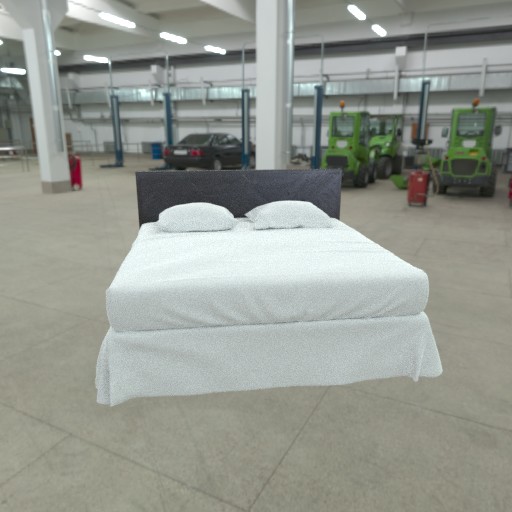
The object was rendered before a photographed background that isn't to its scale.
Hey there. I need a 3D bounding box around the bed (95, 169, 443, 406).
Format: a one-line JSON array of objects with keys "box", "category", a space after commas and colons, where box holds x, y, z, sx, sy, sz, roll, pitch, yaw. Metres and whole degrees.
[{"box": [0.000, 0.000, 3.498, 2.255, 1.158, 2.165, -2, 16, -7], "category": "bed"}]
